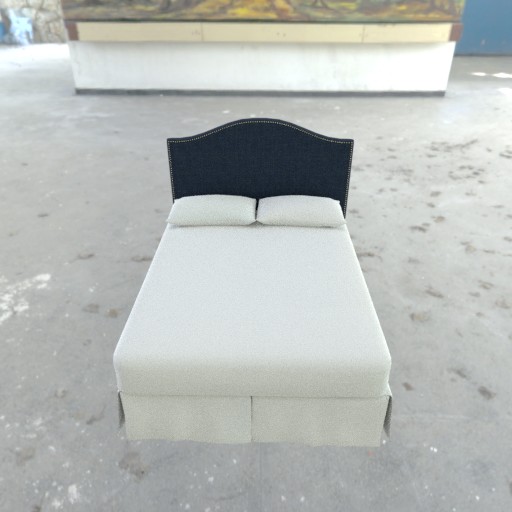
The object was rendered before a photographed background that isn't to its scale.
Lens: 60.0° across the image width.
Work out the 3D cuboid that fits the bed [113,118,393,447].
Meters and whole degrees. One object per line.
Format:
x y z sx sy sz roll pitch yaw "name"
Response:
0.000 0.000 3.293 1.725 1.518 2.153 1 31 1 "bed"
